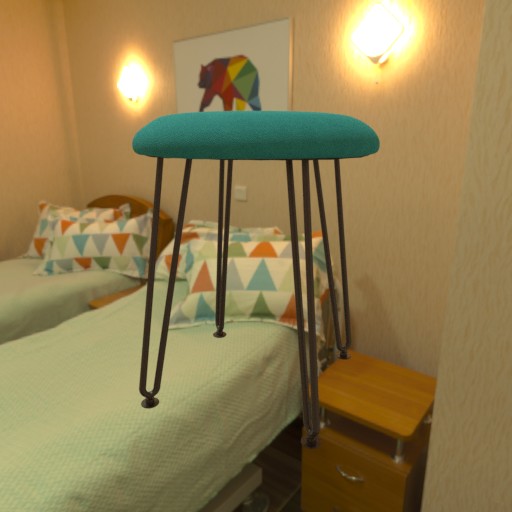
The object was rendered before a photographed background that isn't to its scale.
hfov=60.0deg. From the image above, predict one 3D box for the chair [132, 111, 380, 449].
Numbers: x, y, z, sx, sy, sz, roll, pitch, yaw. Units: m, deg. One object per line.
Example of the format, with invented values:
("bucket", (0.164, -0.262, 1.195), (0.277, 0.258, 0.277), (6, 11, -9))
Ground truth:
("chair", (0.000, 0.000, 0.695), (0.350, 0.430, 0.350), (2, 16, 8))
